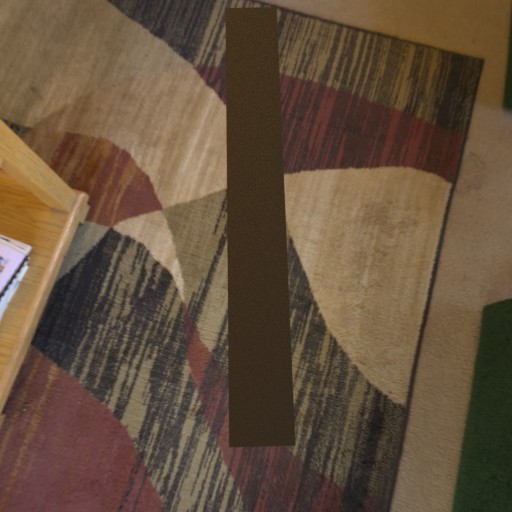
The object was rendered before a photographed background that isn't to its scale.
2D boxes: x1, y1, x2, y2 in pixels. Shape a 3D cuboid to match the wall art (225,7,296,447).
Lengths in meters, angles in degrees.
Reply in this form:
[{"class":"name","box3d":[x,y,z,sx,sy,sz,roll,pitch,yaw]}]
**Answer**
[{"class":"wall art","box3d":[0.000,0.000,0.439,0.038,0.304,0.304,-1,76,0]}]
